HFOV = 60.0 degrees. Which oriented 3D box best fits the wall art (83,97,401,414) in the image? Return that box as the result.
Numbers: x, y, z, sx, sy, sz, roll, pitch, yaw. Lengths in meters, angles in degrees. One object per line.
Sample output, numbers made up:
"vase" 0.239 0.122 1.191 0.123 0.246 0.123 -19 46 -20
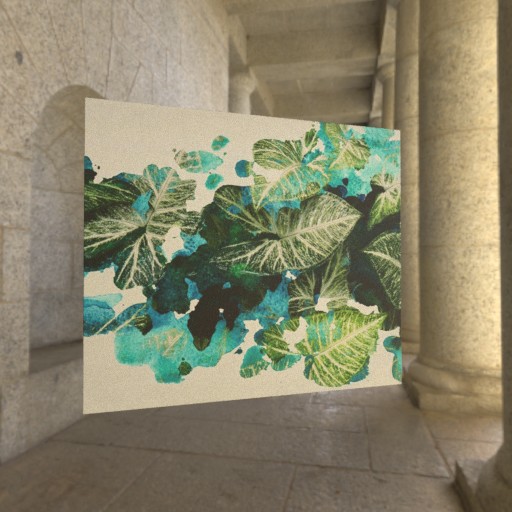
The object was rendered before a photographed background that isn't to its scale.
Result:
"wall art" 0.000 0.000 0.702 0.507 0.435 0.041 0 -1 -17
